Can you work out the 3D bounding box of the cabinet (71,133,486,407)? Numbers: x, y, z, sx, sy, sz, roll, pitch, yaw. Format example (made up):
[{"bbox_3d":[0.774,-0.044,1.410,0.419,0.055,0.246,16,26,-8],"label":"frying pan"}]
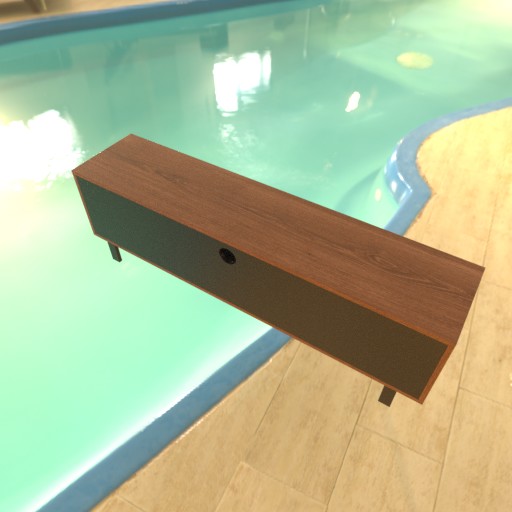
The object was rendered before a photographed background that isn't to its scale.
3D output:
[{"bbox_3d":[0.000,0.000,1.907,1.650,0.500,0.400,24,50,22],"label":"cabinet"}]
